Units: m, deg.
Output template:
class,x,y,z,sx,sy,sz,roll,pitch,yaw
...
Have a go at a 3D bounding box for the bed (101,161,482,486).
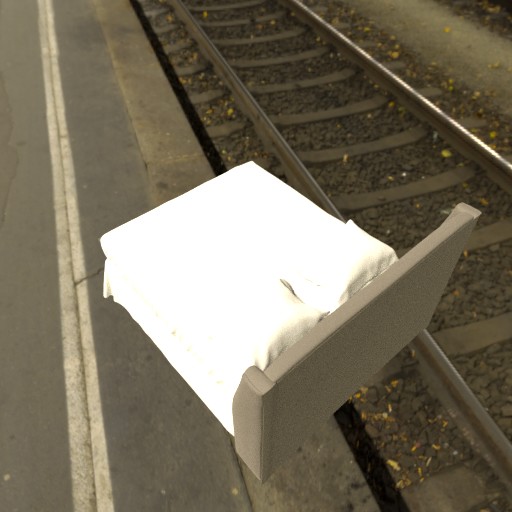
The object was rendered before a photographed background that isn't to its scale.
class,x,y,z,sx,sy,sz,roll,pitch,yaw
bed,0.000,0.000,3.456,1.925,1.332,2.276,-32,54,-27
